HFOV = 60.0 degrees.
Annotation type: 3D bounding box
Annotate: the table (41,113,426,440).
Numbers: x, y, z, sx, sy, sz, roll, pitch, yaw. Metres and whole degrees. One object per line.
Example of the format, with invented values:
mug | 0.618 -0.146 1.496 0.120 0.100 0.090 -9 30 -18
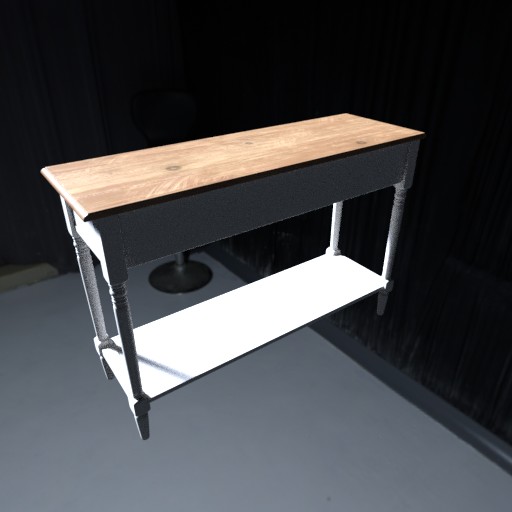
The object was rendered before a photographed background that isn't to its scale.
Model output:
table | 0.000 0.000 1.618 1.219 0.800 0.399 -20 35 -30
